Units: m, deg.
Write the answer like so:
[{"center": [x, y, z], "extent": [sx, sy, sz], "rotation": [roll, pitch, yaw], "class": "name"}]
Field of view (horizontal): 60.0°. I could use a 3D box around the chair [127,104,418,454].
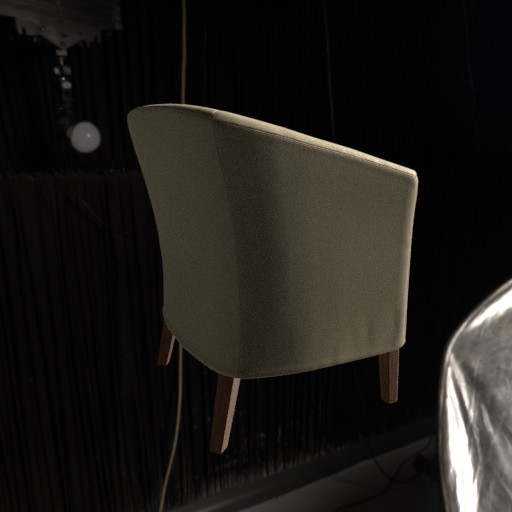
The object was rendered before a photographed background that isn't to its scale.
[{"center": [0.000, 0.000, 1.316], "extent": [0.657, 0.822, 0.643], "rotation": [-7, 16, -26], "class": "chair"}]
